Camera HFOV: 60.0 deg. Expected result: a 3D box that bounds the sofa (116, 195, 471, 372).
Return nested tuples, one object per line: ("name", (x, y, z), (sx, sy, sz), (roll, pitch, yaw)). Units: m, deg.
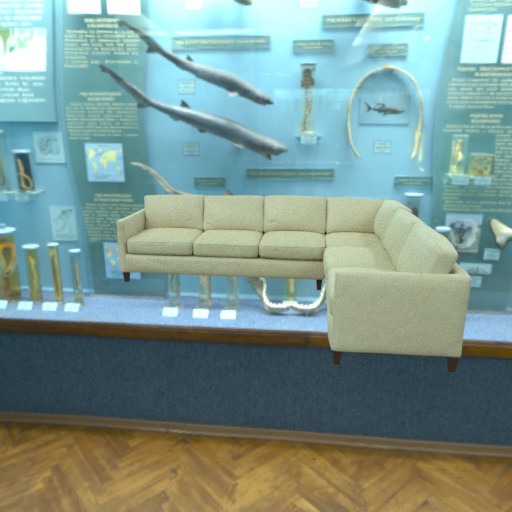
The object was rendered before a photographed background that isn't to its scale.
("sofa", (0.000, 0.000, 4.459), (3.302, 0.947, 2.593), (2, 16, 7))
